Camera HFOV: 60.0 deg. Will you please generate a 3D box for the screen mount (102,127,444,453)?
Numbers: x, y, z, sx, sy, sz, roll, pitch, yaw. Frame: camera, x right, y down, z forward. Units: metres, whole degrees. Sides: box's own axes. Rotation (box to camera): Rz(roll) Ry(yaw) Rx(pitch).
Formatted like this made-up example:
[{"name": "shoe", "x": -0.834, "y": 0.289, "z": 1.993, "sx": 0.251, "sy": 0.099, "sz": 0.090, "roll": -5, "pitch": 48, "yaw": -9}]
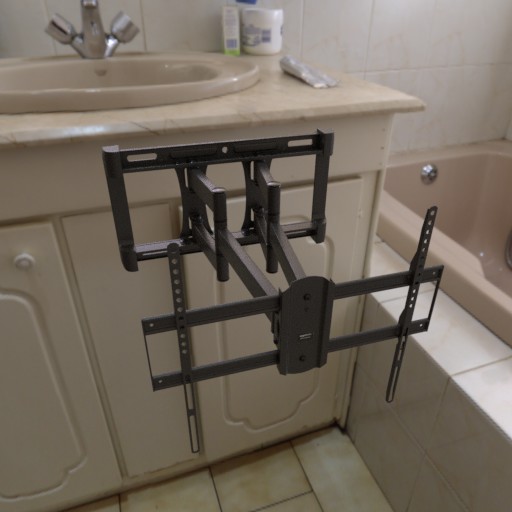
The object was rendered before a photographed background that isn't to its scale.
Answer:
[{"name": "screen mount", "x": 0.000, "y": 0.000, "z": 0.943, "sx": 0.571, "sy": 0.424, "sz": 0.556, "roll": -9, "pitch": 32, "yaw": -14}]
